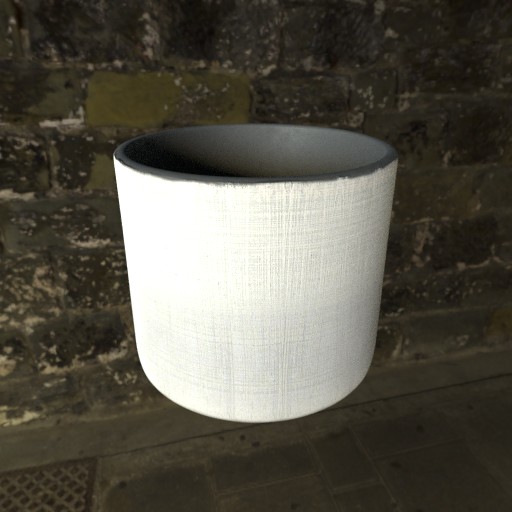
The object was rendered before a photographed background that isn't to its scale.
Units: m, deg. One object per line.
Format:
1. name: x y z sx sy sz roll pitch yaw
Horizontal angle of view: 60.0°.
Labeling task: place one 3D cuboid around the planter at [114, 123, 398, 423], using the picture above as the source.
1. planter: 0.000 0.000 0.400 0.226 0.201 0.226 0 25 0
